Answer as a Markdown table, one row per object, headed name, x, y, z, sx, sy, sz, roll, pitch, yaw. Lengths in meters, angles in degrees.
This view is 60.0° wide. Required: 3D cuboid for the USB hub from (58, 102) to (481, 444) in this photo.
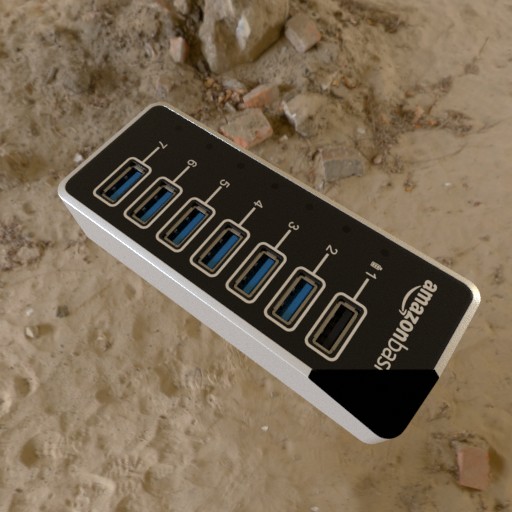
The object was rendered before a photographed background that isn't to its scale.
| name | x | y | z | sx | sy | sz | roll | pitch | yaw |
| --- | --- | --- | --- | --- | --- | --- | --- | --- | --- |
| USB hub | 0.000 | 0.000 | 0.126 | 0.110 | 0.023 | 0.044 | 34 | 68 | 16 |
